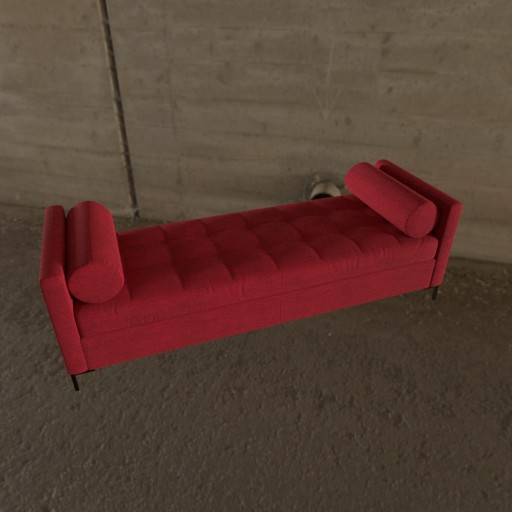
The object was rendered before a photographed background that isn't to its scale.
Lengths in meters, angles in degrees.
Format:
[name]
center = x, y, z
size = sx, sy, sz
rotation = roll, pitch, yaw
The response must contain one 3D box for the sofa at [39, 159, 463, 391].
[sofa]
center = 0.000, 0.000, 2.369
size = 1.981, 0.635, 0.686
rotation = -11, 34, -17
